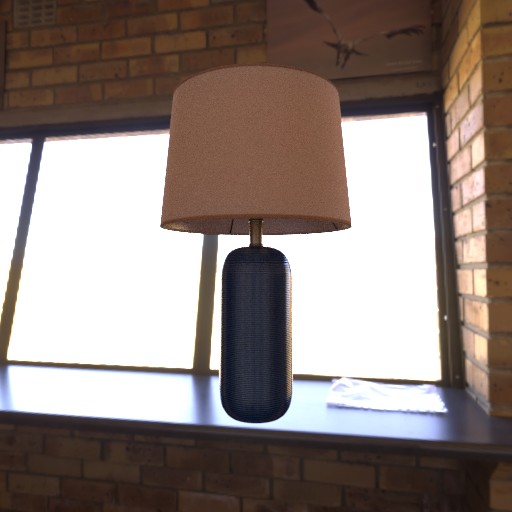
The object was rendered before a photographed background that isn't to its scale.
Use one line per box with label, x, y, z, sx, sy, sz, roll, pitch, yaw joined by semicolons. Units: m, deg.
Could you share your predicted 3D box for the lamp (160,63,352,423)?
lamp;0.000;0.000;0.861;0.367;0.609;0.367;0;-2;0
